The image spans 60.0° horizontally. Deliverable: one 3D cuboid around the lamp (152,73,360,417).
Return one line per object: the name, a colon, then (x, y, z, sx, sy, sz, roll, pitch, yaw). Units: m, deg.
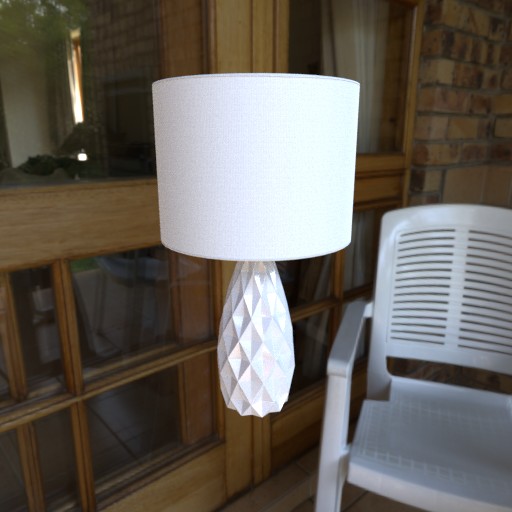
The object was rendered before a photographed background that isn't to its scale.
lamp: (0.000, 0.000, 0.716, 0.297, 0.522, 0.297, 0, 15, 0)
